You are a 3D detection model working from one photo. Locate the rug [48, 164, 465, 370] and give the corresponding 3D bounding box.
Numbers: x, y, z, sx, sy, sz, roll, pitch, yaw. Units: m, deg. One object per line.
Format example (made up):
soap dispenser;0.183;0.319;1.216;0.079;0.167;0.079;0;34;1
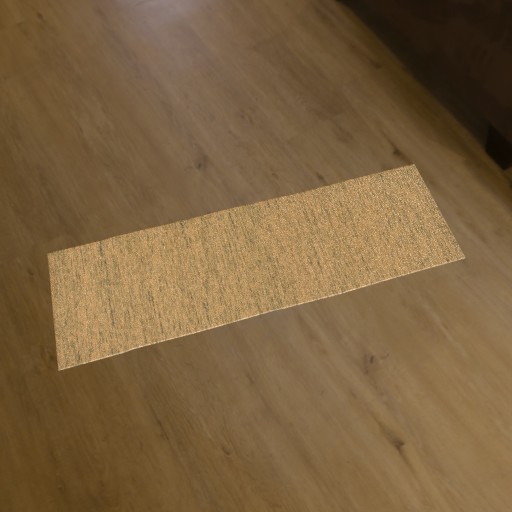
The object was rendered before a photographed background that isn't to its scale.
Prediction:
rug;0.000;0.000;2.537;2.290;0.014;0.700;-15;65;-7
